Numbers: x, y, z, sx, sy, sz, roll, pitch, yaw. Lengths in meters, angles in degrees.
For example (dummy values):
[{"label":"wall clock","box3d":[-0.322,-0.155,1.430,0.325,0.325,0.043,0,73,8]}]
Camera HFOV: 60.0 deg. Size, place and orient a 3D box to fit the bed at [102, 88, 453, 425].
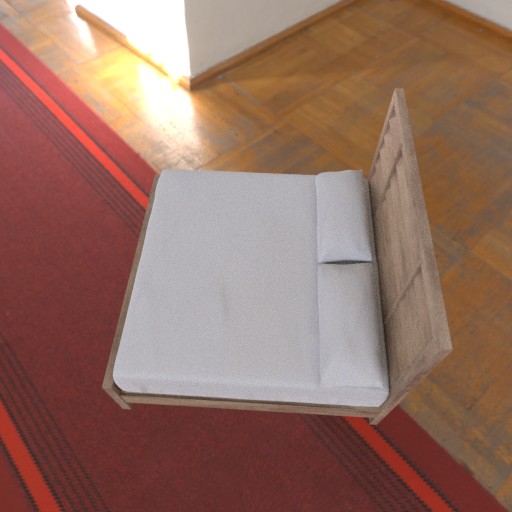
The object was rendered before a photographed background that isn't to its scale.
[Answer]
[{"label":"bed","box3d":[0.000,0.000,3.434,2.062,1.626,2.032,3,57,2]}]
